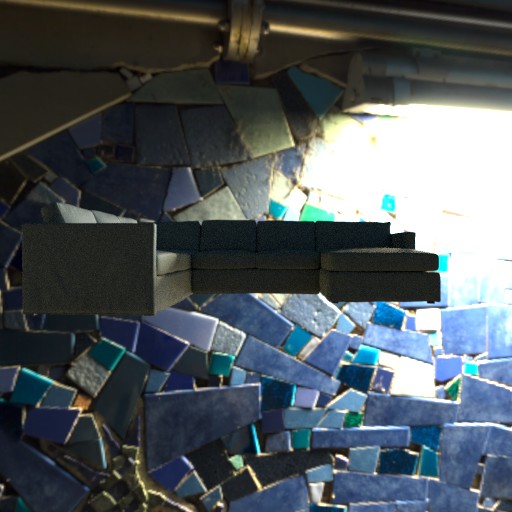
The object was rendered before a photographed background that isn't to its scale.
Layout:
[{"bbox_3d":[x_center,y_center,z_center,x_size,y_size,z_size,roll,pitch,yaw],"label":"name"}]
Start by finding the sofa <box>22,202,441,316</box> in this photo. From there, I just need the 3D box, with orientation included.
[{"bbox_3d":[0.000,0.000,4.473,3.460,0.882,2.427,0,1,2],"label":"sofa"}]
